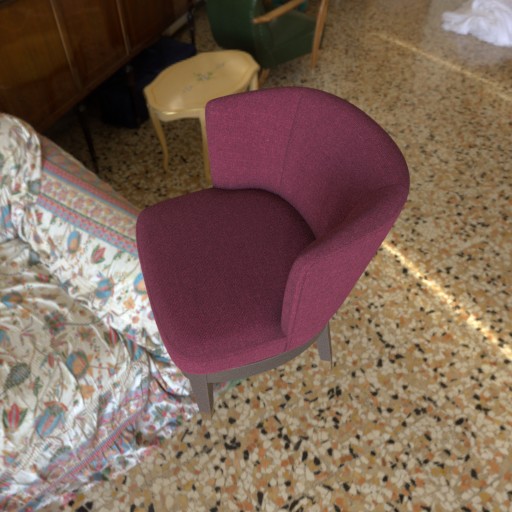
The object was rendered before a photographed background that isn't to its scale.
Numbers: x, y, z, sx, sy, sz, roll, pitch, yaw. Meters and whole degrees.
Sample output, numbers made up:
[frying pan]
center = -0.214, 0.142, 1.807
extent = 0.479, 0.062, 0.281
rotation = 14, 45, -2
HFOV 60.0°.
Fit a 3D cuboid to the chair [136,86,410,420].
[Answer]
[chair]
center = 0.000, 0.000, 1.319
extent = 0.660, 0.760, 0.700
rotation = -14, 47, -14
